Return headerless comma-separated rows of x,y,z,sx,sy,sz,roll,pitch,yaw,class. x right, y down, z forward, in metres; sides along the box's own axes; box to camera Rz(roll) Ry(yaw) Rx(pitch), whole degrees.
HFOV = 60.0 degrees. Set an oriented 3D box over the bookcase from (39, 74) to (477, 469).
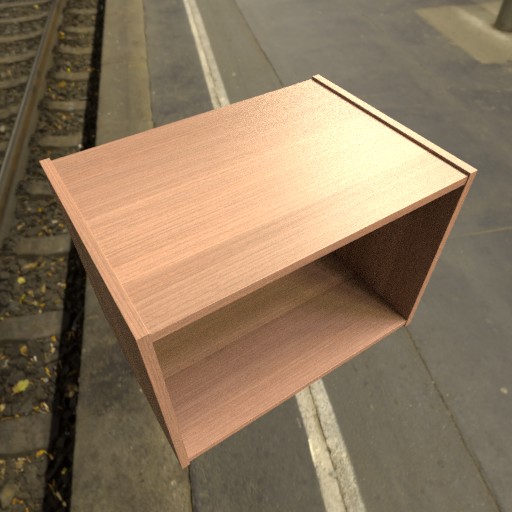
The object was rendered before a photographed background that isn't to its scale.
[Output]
0.000,0.000,0.622,0.415,0.305,0.290,-25,52,-22,bookcase
